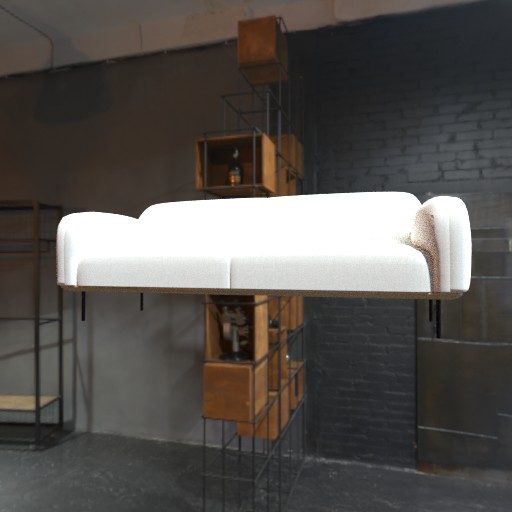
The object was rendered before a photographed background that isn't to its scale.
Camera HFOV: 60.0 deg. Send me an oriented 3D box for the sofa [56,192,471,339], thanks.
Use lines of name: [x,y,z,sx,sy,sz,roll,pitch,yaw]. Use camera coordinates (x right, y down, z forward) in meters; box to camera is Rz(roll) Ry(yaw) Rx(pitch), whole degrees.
sofa: [0.000,0.000,2.649,2.280,0.780,0.870,0,-1,19]
